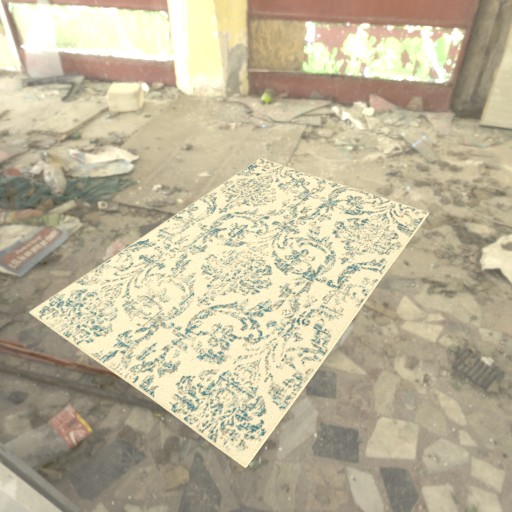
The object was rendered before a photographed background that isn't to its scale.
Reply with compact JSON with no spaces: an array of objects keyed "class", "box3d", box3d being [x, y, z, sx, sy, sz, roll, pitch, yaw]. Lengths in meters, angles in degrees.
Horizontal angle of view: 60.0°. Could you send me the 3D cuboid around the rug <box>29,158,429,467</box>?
[{"class":"rug","box3d":[0.000,0.000,2.305,1.213,0.012,1.831,24,45,26]}]
